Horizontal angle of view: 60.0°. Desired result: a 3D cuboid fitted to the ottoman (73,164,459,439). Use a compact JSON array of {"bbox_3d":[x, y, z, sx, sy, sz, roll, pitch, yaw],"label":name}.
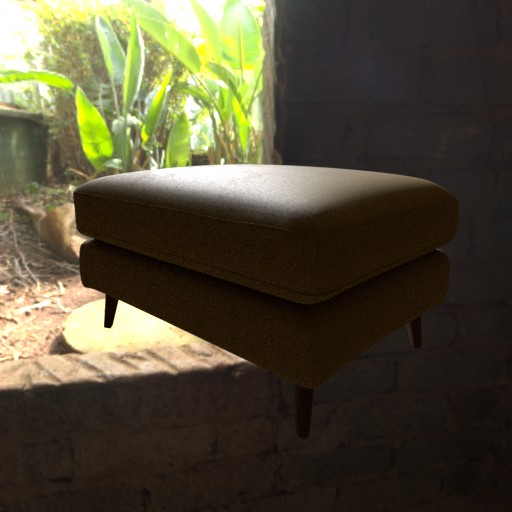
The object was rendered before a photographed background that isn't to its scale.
[{"bbox_3d":[0.000,0.000,1.136,0.811,0.449,0.608,14,20,41],"label":"ottoman"}]
